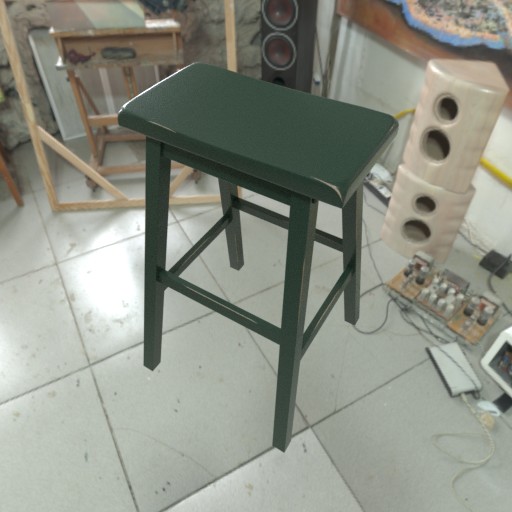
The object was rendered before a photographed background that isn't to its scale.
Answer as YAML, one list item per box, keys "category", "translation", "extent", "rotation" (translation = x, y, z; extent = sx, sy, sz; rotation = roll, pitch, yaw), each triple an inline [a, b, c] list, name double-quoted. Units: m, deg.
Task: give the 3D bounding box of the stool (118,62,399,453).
- category: "stool"
  translation: [0.000, 0.000, 1.048]
  extent: [0.457, 0.737, 0.476]
  rotation: [24, 51, 21]
